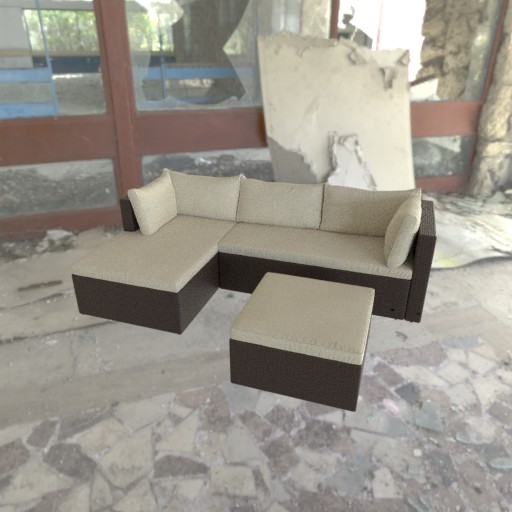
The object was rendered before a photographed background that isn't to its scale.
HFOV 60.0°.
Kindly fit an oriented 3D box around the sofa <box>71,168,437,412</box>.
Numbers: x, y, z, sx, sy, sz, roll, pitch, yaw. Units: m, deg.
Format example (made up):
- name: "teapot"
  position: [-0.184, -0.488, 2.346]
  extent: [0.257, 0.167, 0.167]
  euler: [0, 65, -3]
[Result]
- name: "sofa"
  position: [0.000, 0.000, 2.952]
  extent: [2.192, 0.766, 1.612]
  euler: [8, 27, 17]
